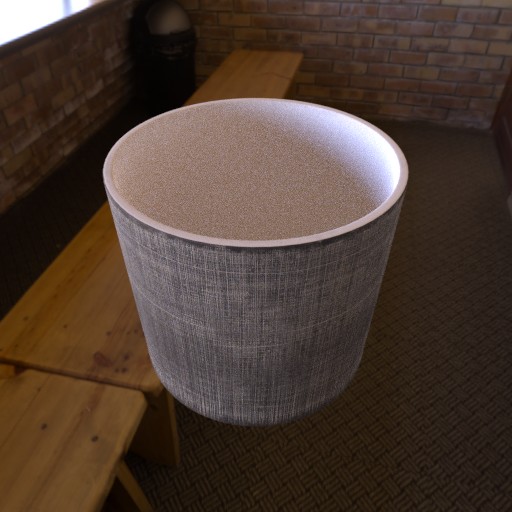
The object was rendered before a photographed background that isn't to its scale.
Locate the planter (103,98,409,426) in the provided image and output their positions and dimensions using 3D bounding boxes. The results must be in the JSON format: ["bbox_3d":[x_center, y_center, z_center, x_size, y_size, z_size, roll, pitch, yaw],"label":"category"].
[{"bbox_3d":[0.000,0.000,0.396,0.221,0.201,0.221,0,40,0],"label":"planter"}]
